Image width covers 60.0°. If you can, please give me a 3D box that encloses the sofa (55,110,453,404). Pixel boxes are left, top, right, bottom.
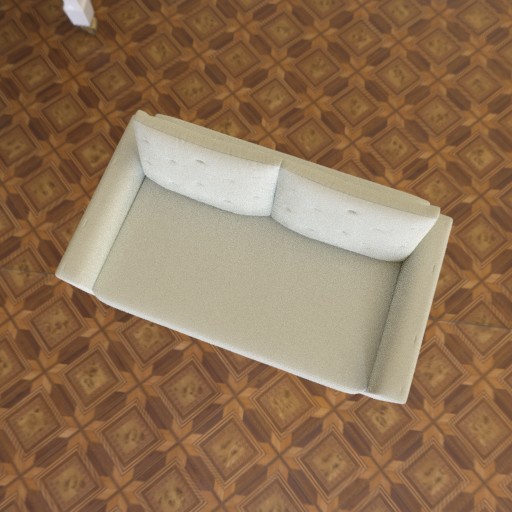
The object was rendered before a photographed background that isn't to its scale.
[{"bbox_3d":[0.000,0.000,2.140,1.650,0.790,0.920,19,76,5],"label":"sofa"}]
